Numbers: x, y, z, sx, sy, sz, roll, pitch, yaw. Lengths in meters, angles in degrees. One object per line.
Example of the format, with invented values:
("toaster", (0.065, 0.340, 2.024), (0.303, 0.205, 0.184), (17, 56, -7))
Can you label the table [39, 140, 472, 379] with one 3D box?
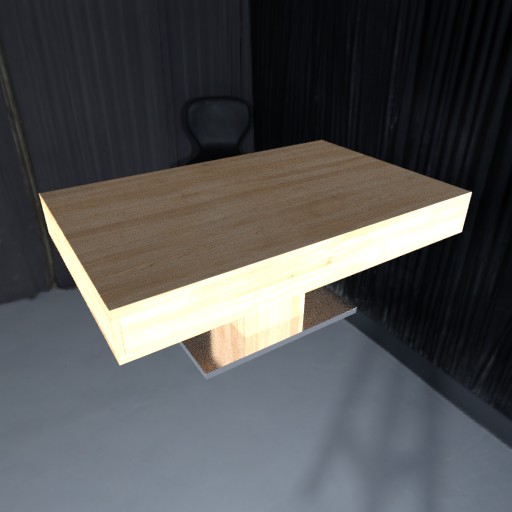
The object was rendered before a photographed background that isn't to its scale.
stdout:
("table", (0.000, 0.000, 1.443), (1.100, 0.440, 0.700), (-18, 34, -28))
